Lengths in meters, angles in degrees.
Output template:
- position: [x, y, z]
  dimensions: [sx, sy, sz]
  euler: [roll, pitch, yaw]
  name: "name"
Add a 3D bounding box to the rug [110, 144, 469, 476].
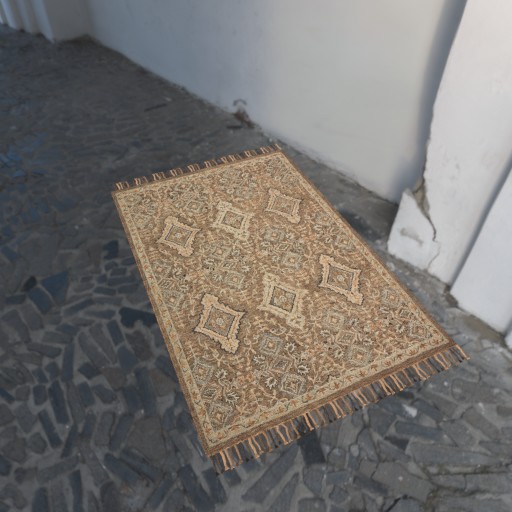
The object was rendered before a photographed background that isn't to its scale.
- position: [0.000, 0.000, 3.024]
  dimensions: [1.516, 0.010, 2.434]
  euler: [-18, 48, -17]
  name: "rug"
